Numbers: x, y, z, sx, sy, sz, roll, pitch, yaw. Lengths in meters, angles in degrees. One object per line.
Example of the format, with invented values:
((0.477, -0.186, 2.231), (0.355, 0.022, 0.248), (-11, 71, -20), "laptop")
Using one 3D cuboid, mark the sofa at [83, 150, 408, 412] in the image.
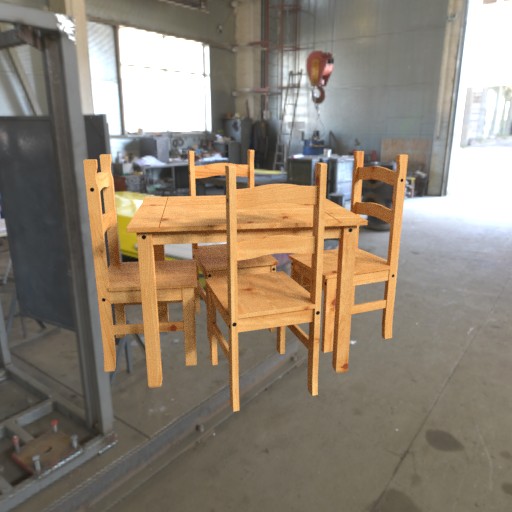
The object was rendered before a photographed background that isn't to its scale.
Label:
((0.000, 0.000, 2.263), (1.529, 1.000, 1.144), (-2, 16, -8), "sofa")
